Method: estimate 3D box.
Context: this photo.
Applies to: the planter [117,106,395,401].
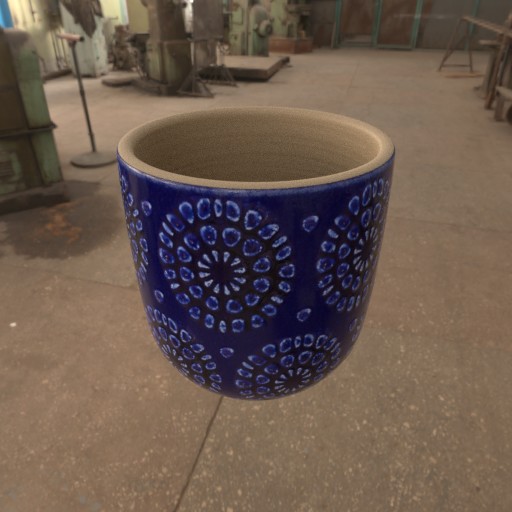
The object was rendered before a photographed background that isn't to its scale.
[{"bbox_3d":[0.000,0.000,0.205,0.109,0.112,0.109,0,31,0],"label":"planter"}]
